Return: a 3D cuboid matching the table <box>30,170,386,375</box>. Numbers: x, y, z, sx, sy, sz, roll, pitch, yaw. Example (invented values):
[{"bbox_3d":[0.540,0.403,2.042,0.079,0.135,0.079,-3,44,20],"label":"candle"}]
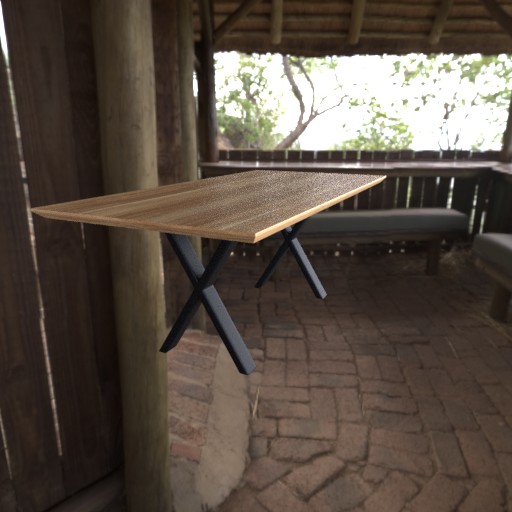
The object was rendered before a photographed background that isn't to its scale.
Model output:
[{"bbox_3d":[0.000,0.000,2.506,1.000,0.770,2.000,8,18,26],"label":"table"}]
